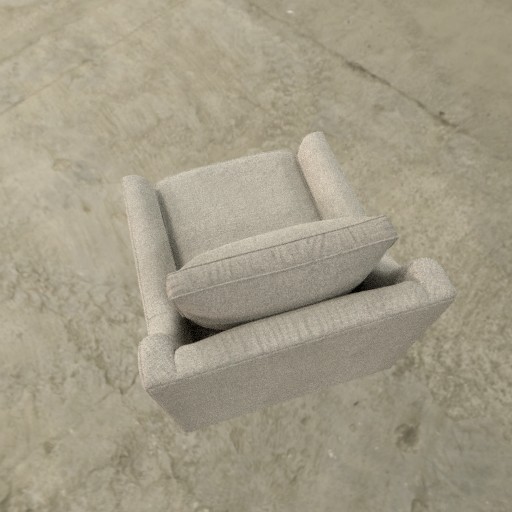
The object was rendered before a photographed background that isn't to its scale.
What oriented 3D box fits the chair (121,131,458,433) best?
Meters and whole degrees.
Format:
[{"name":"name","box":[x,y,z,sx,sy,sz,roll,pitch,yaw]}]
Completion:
[{"name":"chair","box":[0.000,0.000,1.589,0.838,0.864,0.918,-15,61,-8]}]
